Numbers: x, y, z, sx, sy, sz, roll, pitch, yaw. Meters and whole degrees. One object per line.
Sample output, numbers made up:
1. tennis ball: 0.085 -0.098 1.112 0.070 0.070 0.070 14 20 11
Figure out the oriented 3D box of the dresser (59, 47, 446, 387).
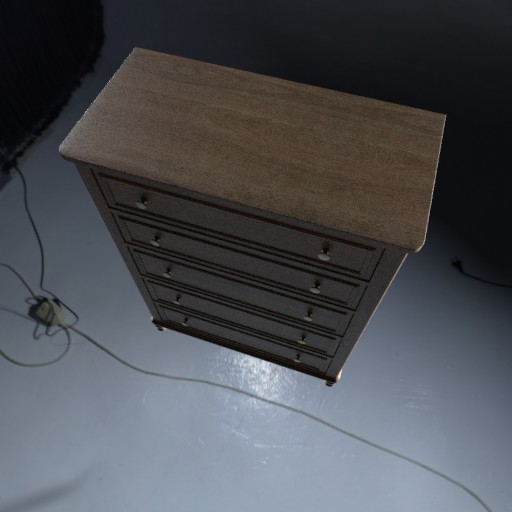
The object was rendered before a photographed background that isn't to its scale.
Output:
1. dresser: 0.000 0.000 1.784 0.973 1.318 0.484 16 61 9
